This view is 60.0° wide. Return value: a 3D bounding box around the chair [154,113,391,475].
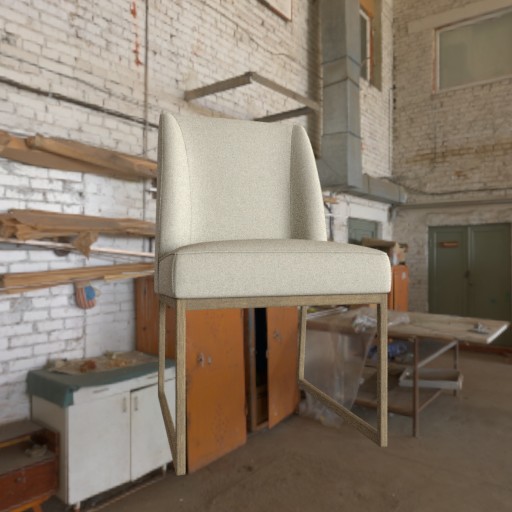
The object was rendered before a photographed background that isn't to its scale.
[{"bbox_3d":[0.000,0.000,1.175,0.508,0.863,0.522,0,0,-16],"label":"chair"}]
